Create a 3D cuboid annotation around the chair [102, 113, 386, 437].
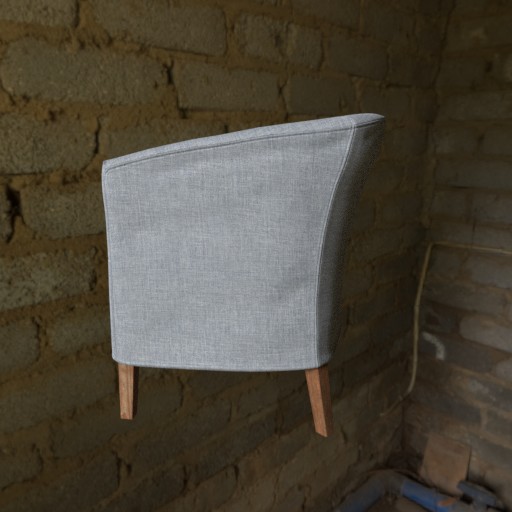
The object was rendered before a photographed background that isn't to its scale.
[{"bbox_3d":[0.000,0.000,1.288,0.668,0.771,0.600,2,14,8],"label":"chair"}]
